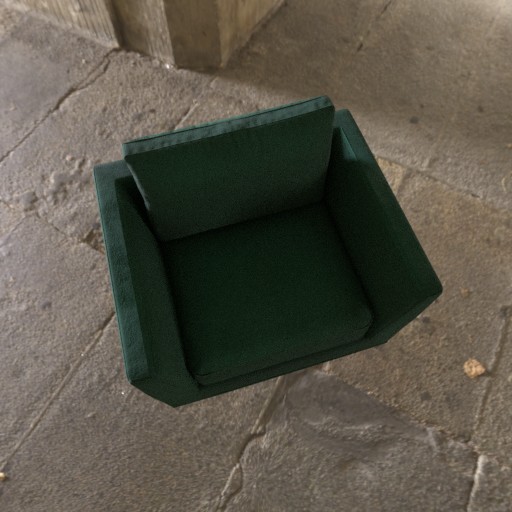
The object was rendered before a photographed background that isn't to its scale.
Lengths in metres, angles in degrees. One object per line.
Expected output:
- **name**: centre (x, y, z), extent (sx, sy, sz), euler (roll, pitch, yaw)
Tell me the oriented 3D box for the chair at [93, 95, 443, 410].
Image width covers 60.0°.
- **chair**: centre (0.000, 0.000, 1.773), extent (1.047, 0.997, 0.852), euler (-15, 64, -7)
